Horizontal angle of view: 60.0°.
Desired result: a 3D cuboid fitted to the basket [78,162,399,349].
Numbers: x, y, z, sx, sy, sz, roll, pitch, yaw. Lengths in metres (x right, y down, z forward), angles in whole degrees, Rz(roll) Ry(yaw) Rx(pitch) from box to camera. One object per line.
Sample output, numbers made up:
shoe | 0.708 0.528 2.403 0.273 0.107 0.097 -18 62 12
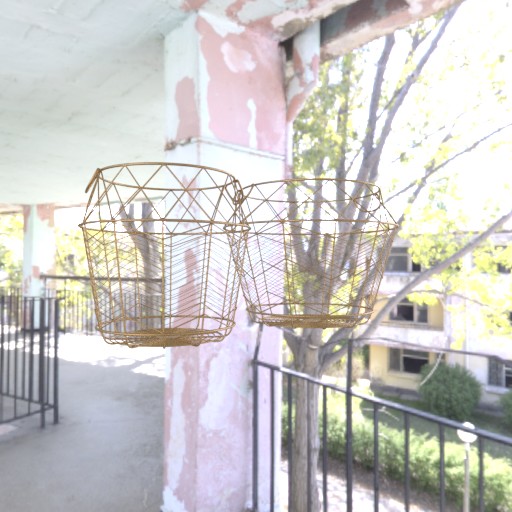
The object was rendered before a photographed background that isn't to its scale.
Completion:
basket | 0.000 0.000 1.052 0.805 0.343 0.451 1 -1 -38
